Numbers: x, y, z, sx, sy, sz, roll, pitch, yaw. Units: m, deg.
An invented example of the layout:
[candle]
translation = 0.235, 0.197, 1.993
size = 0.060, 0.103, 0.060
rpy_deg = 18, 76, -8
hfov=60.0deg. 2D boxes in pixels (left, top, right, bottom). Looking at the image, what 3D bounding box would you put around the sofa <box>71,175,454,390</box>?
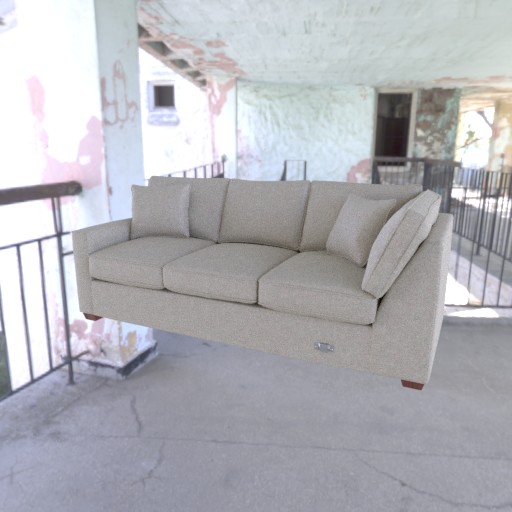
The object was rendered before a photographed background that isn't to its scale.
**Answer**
[sofa]
translation = 0.000, 0.000, 2.934
size = 2.317, 0.962, 1.061
rpy_deg = 7, 15, 25
